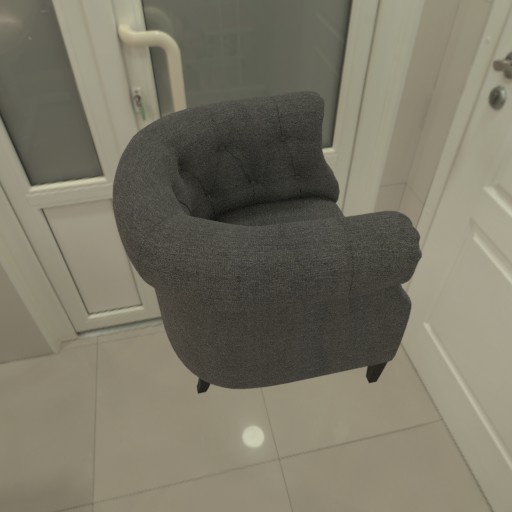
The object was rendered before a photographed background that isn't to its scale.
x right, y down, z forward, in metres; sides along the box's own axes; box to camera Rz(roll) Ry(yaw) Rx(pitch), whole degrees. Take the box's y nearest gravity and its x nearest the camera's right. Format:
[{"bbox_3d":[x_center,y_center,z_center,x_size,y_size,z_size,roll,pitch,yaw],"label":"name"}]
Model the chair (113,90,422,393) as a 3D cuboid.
[{"bbox_3d":[0.000,0.000,1.578,0.852,0.827,0.905,-9,46,-9],"label":"chair"}]
